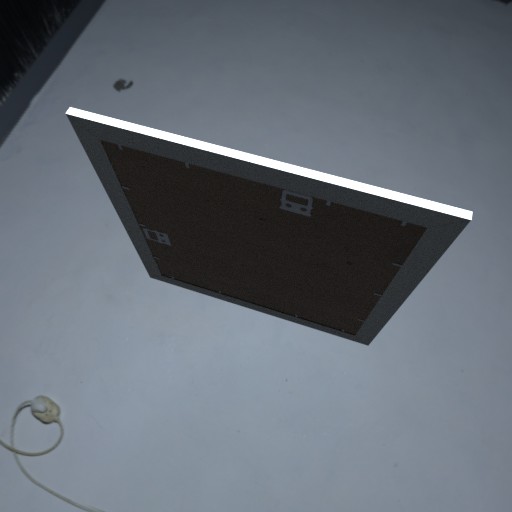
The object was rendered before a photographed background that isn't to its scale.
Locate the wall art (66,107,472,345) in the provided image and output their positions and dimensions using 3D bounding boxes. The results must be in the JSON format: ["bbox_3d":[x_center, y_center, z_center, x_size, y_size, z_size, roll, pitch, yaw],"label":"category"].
[{"bbox_3d":[0.000,0.000,0.874,0.584,0.584,0.013,16,64,8],"label":"wall art"}]
